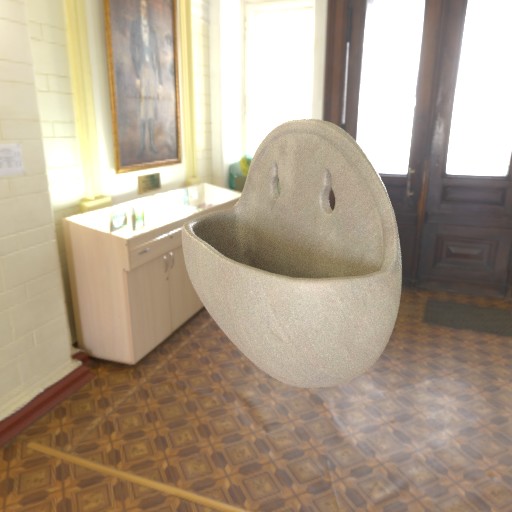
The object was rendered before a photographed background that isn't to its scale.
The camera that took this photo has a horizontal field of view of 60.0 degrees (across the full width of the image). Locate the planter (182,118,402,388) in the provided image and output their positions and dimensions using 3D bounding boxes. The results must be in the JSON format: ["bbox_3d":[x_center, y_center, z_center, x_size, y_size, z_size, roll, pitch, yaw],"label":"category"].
[{"bbox_3d":[0.000,0.000,0.275,0.073,0.164,0.190,-7,18,-24],"label":"planter"}]
